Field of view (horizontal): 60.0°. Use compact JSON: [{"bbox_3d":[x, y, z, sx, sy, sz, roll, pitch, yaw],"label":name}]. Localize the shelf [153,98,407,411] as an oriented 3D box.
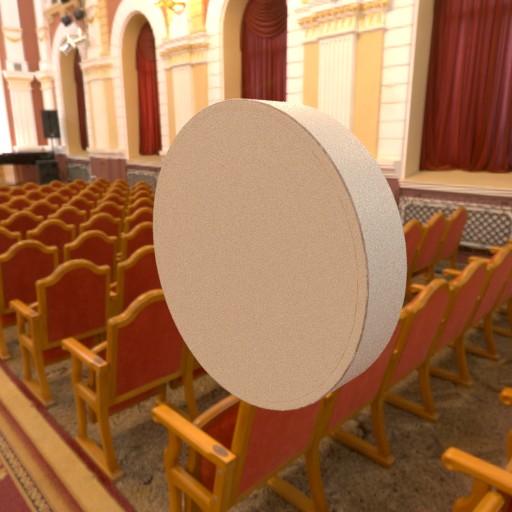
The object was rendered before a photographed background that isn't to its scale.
[{"bbox_3d":[0.000,0.000,1.216,0.158,0.807,0.806,-14,20,-42],"label":"shelf"}]
